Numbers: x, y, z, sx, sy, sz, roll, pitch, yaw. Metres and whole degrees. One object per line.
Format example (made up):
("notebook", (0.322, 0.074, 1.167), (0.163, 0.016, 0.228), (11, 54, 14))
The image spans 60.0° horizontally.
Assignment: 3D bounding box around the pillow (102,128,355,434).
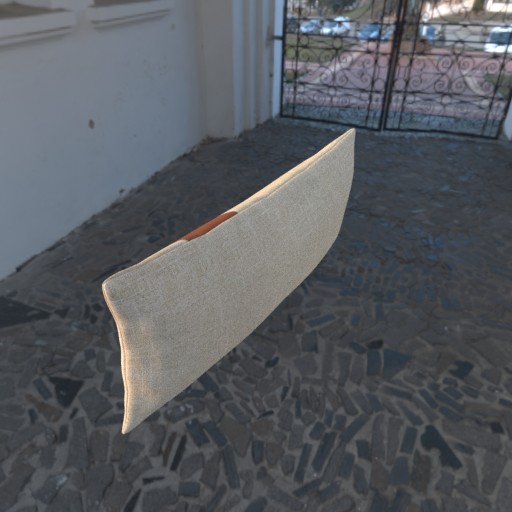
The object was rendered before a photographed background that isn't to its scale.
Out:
("pillow", (0.000, 0.000, 0.737), (0.155, 0.282, 0.612), (20, 38, 28))
